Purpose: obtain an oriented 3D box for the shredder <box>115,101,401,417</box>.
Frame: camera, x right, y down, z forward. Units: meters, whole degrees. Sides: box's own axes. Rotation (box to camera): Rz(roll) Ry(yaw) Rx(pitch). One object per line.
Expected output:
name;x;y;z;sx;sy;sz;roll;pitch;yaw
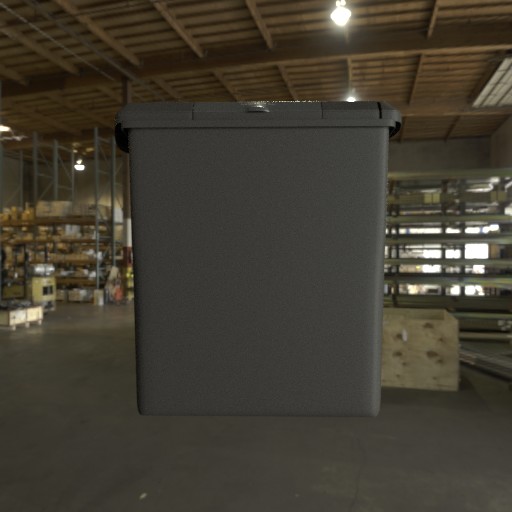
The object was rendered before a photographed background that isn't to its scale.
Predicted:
shredder;0.000;0.000;0.534;0.320;0.335;0.170;0;0;1
